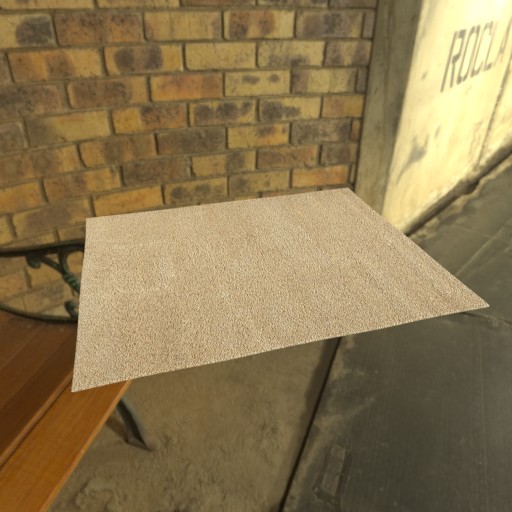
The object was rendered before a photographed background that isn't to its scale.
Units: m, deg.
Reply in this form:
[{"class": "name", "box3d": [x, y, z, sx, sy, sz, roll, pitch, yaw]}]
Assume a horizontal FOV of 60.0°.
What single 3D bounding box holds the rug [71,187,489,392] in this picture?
[{"class": "rug", "box3d": [0.000, 0.000, 4.001, 3.000, 0.025, 2.400, -9, 32, -14]}]
